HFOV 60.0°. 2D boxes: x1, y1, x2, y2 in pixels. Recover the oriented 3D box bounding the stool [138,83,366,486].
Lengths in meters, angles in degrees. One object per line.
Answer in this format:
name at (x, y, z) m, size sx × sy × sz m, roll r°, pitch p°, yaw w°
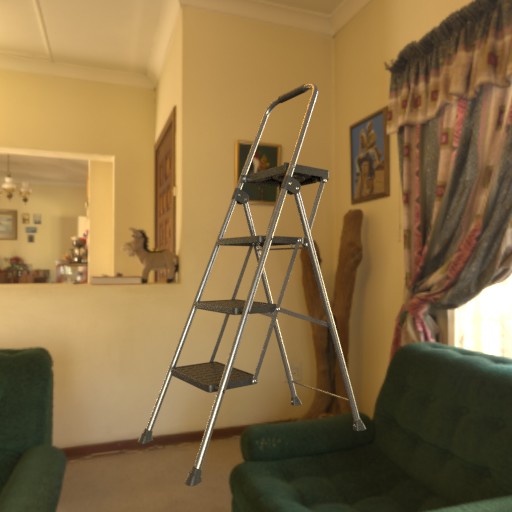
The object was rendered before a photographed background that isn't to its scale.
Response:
stool at (0.000, 0.000, 1.594) m, size 0.733 × 1.277 × 0.396 m, roll 1°, pitch -1°, yaw -36°
